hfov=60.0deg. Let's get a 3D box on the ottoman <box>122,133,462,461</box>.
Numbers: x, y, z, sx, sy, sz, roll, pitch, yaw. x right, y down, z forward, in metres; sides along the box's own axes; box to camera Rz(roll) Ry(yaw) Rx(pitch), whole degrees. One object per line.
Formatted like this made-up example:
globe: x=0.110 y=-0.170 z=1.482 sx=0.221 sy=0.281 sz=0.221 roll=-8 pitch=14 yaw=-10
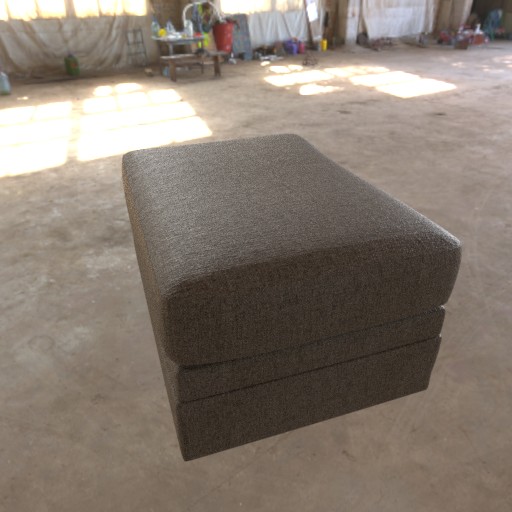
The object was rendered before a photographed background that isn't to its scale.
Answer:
ottoman: x=0.000 y=0.000 z=1.242 sx=0.637 sy=0.478 sz=0.885 roll=-10 pitch=32 yaw=-16
